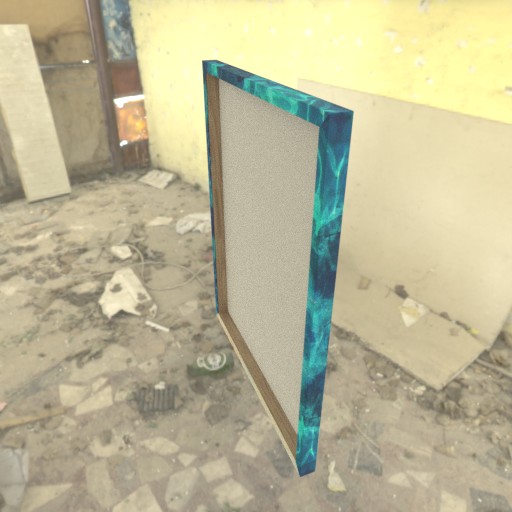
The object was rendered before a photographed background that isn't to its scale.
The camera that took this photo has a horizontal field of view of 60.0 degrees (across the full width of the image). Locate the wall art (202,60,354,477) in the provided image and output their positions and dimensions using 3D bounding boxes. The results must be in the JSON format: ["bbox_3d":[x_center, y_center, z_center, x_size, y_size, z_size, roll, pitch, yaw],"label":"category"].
[{"bbox_3d":[0.000,0.000,1.011,0.038,0.760,0.609,-11,32,-19],"label":"wall art"}]
